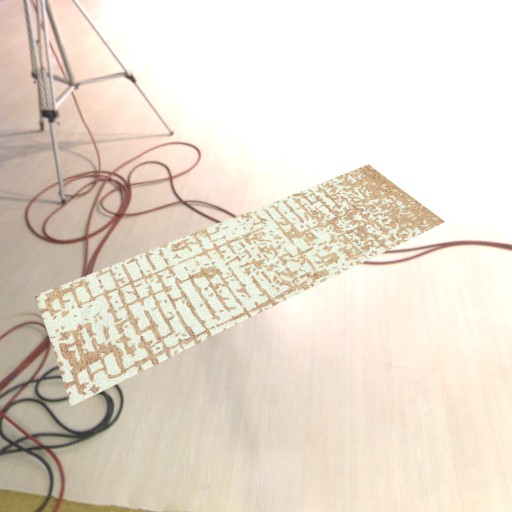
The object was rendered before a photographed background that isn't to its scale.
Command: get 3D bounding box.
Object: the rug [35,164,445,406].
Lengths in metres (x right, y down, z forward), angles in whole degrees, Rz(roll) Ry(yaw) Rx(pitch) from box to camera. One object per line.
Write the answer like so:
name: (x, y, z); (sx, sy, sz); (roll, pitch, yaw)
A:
rug: (0.000, 0.000, 2.683); (2.435, 0.011, 0.750); (-24, 51, -21)
